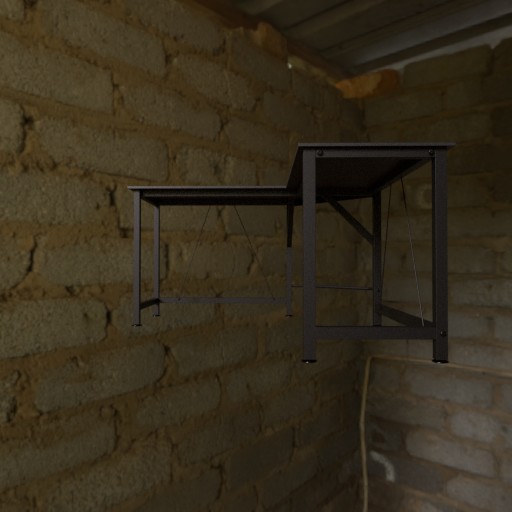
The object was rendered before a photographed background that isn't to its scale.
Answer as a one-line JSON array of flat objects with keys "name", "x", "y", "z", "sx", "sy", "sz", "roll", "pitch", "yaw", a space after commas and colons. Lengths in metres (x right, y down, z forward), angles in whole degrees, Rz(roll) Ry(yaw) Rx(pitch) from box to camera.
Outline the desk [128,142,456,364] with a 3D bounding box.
[{"name": "desk", "x": 0.000, "y": 0.000, "z": 2.229, "sx": 1.400, "sy": 0.762, "sz": 1.400, "roll": 0, "pitch": -1, "yaw": 1}]
